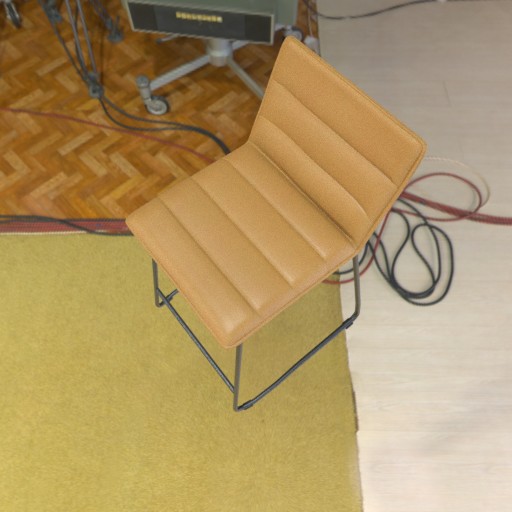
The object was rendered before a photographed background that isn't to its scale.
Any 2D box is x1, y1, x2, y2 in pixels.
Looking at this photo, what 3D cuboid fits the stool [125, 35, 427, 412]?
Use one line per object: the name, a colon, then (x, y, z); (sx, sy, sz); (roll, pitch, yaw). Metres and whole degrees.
stool: (0.000, 0.000, 1.160); (0.524, 0.866, 0.489); (-36, 69, -16)
